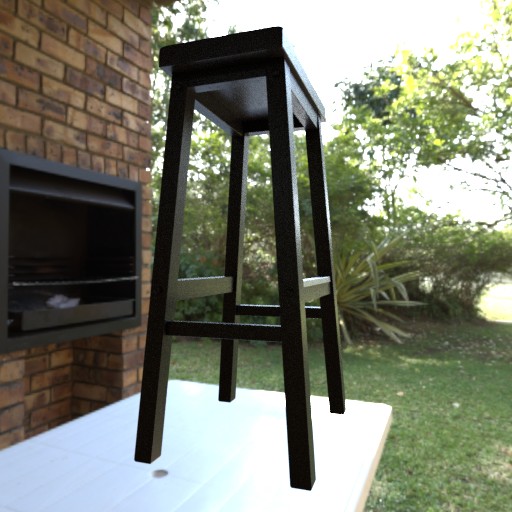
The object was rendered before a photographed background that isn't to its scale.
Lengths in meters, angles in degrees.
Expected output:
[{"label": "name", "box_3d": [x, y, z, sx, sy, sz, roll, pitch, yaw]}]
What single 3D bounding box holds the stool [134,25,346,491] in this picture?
[{"label": "stool", "box_3d": [0.000, 0.000, 0.939, 0.322, 0.742, 0.406, 0, -1, 19]}]
